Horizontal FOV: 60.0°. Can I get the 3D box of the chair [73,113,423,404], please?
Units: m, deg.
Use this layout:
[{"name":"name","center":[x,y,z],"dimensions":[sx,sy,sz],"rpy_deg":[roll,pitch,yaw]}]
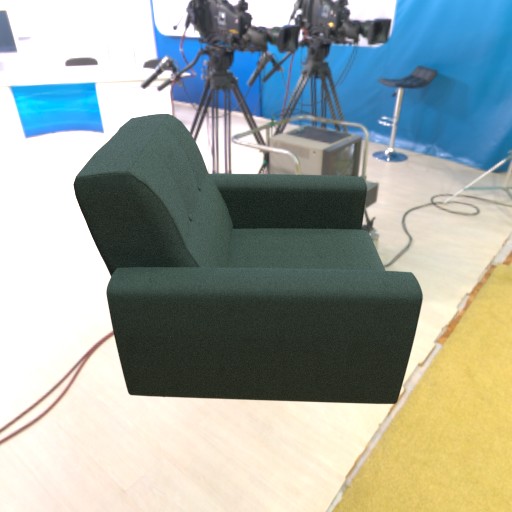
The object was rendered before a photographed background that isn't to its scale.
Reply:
[{"name":"chair","center":[0.000,0.000,1.533],"dimensions":[0.909,0.841,0.831],"rpy_deg":[0,32,0]}]
